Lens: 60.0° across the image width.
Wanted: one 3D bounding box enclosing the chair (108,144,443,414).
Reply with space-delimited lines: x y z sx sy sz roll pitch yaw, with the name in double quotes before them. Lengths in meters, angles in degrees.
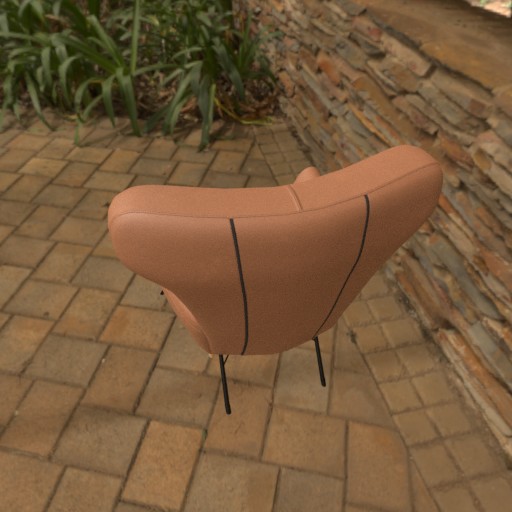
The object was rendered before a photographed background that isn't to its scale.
"chair" 0.000 0.000 1.757 0.980 1.050 0.900 -12 42 -13
